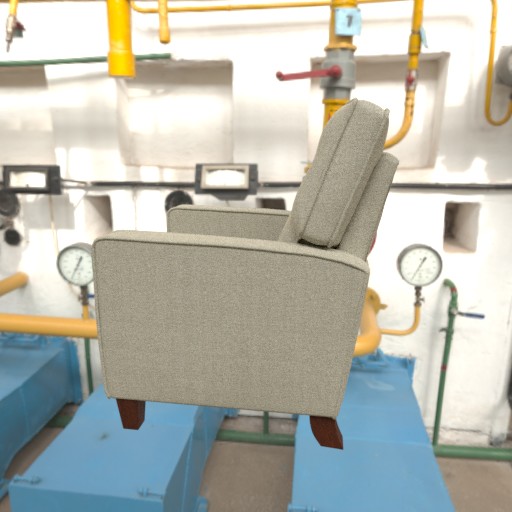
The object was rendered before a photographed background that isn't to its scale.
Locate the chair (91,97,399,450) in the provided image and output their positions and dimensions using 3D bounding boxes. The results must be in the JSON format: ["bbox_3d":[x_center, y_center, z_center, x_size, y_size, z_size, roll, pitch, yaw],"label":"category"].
[{"bbox_3d":[0.000,0.000,1.379,0.754,0.888,0.648,2,14,8],"label":"chair"}]
